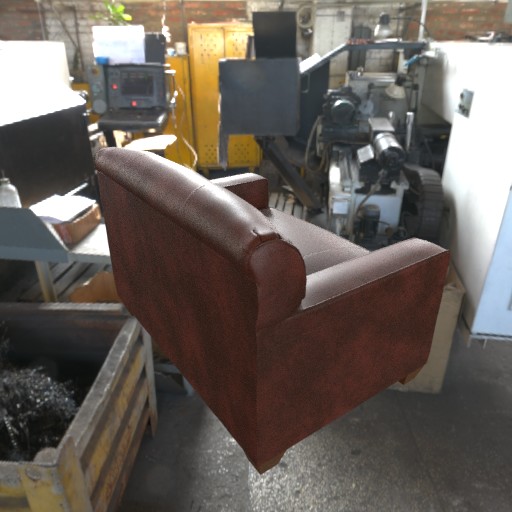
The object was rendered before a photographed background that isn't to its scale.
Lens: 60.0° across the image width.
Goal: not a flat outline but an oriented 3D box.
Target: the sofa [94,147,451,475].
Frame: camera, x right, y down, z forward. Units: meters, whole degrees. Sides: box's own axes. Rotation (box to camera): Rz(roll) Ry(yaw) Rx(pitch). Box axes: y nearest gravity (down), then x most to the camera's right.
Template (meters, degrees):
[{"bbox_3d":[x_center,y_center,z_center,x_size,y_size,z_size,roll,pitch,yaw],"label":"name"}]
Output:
[{"bbox_3d":[0.000,0.000,2.072,1.000,0.956,1.413,-17,31,-31],"label":"sofa"}]
